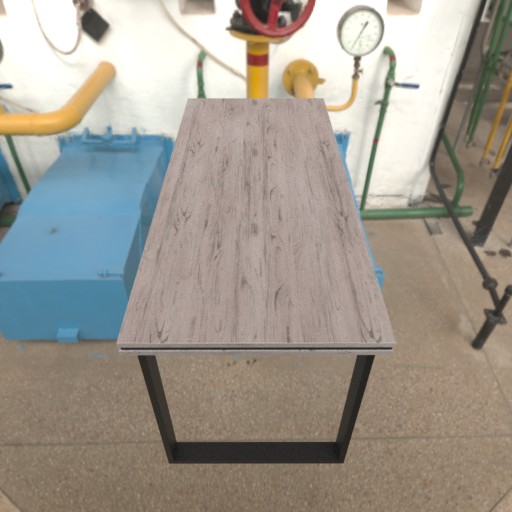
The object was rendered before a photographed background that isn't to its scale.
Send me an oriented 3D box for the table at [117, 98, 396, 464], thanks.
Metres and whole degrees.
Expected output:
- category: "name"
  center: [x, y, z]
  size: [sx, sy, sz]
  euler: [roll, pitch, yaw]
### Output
- category: "table"
  center: [0.000, 0.000, 2.222]
  size: [0.795, 0.899, 1.778]
  euler: [0, 41, 0]
